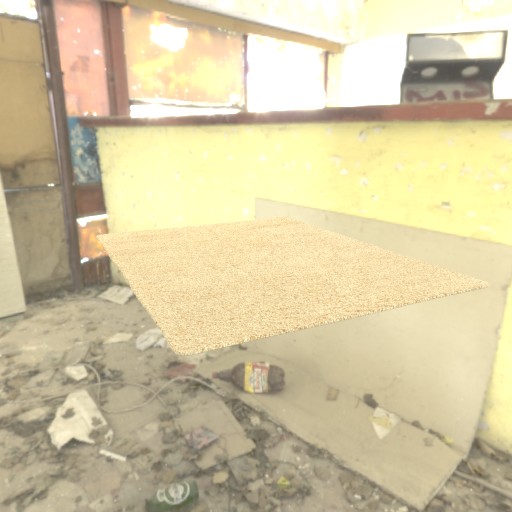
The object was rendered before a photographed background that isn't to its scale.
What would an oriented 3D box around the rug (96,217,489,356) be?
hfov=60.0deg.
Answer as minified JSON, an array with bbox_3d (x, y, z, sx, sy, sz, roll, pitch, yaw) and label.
[{"bbox_3d":[0.000,0.000,4.051,2.401,0.025,3.001,-8,18,-26],"label":"rug"}]
